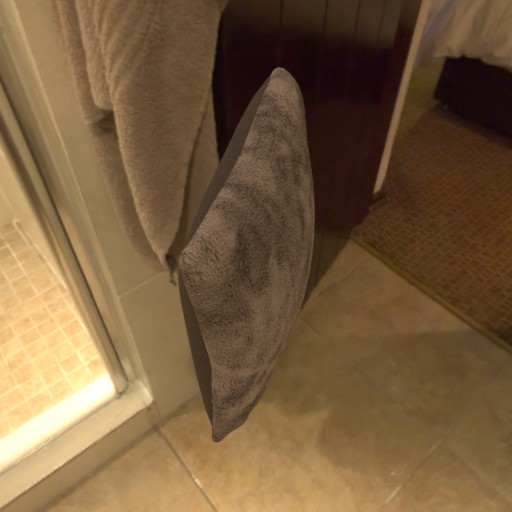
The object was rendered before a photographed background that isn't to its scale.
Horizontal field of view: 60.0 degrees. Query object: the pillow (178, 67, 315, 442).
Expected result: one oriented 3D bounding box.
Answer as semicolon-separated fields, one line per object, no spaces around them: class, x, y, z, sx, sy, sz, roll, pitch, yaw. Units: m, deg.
pillow;0.000;0.000;0.822;0.204;0.520;0.522;9;47;9
